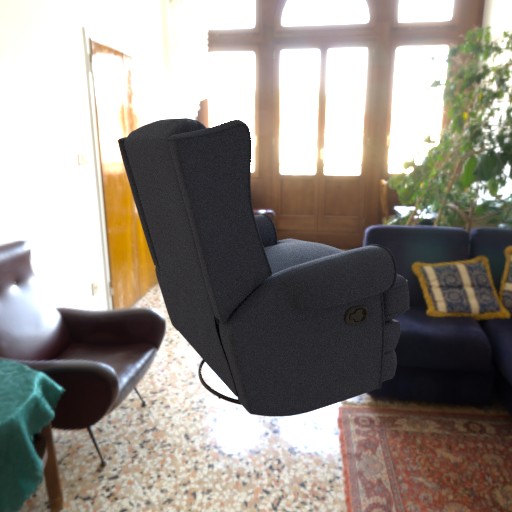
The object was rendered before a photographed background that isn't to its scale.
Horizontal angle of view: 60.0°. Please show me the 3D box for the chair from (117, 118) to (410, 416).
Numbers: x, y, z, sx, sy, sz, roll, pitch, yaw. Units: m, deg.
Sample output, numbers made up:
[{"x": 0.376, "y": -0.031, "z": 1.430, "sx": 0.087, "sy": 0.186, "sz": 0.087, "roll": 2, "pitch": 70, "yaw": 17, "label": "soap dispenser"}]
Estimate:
[{"x": 0.000, "y": 0.000, "z": 1.759, "sx": 0.877, "sy": 1.020, "sz": 0.971, "roll": -7, "pitch": 16, "yaw": -27, "label": "chair"}]
